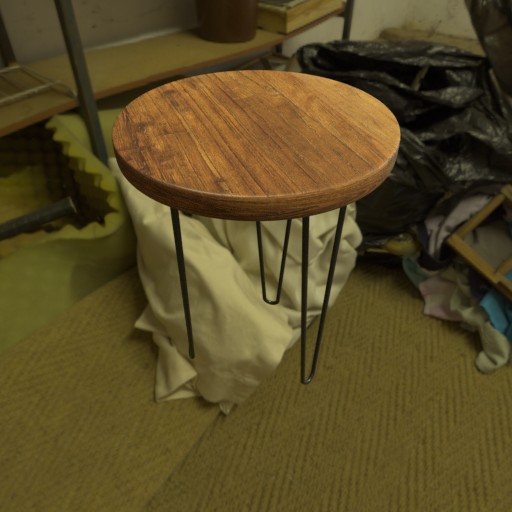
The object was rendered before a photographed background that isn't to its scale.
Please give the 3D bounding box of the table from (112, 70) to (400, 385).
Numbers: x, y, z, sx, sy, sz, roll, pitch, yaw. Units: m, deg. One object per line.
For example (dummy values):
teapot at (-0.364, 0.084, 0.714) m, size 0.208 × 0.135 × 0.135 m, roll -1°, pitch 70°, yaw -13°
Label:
table at (0.000, 0.000, 0.799) m, size 0.400 × 0.520 × 0.400 m, roll 0°, pitch 41°, yaw 0°
